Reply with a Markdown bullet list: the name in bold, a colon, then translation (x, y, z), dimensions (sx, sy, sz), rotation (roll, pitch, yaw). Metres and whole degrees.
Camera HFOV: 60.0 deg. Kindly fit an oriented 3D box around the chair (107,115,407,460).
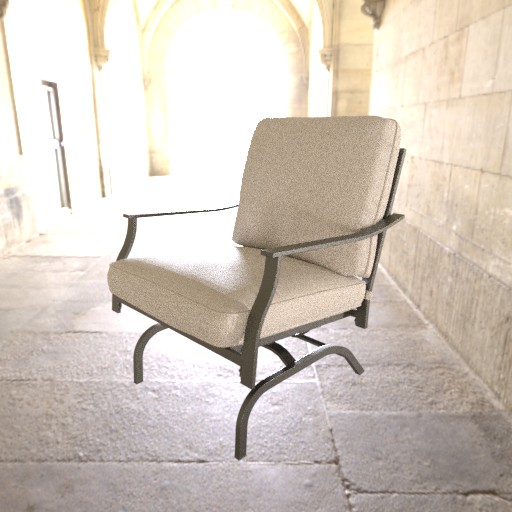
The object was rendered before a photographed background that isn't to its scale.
- **chair**: translation (0.000, 0.000, 1.420), dimensions (0.650, 0.860, 0.787), rotation (16, 22, 42)
